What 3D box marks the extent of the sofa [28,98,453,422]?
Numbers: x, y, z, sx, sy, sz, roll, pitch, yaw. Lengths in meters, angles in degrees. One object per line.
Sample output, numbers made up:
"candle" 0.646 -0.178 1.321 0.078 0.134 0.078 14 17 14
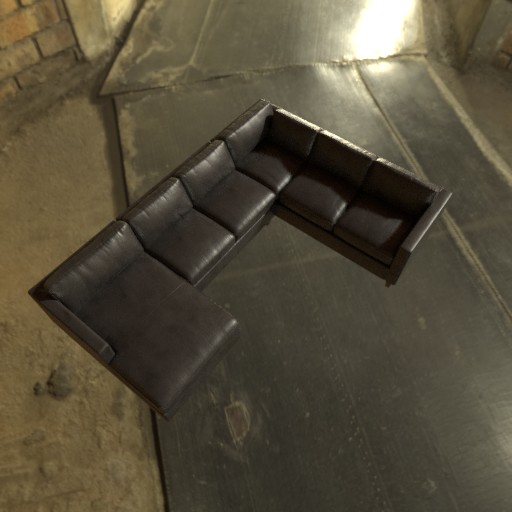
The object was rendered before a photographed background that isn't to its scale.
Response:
"sofa" 0.000 0.000 4.379 2.452 0.891 3.324 33 62 20
